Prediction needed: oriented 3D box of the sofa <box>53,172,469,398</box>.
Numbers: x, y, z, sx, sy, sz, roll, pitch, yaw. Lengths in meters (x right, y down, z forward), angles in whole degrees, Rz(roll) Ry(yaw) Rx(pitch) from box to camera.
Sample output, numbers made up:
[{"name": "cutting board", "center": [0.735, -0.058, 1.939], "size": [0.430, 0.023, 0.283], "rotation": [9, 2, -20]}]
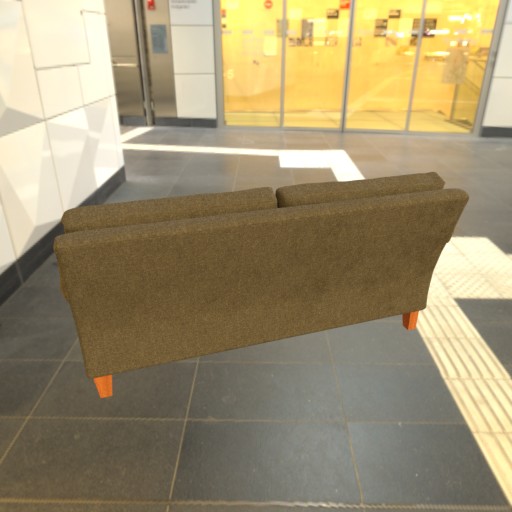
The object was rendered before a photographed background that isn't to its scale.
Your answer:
[{"name": "sofa", "center": [0.000, 0.000, 2.742], "size": [2.160, 1.054, 1.087], "rotation": [-8, 27, -17]}]
